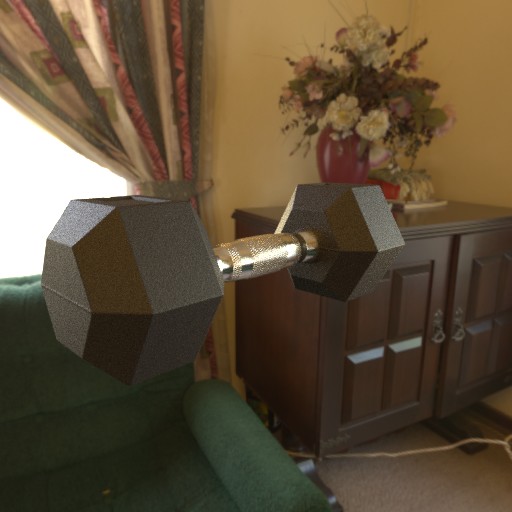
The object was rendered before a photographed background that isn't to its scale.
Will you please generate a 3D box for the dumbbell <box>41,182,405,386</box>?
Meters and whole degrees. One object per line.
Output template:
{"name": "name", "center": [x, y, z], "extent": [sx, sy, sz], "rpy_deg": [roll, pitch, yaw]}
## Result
{"name": "dumbbell", "center": [0.000, 0.000, 0.346], "extent": [0.297, 0.101, 0.116], "rpy_deg": [-12, 17, -43]}
